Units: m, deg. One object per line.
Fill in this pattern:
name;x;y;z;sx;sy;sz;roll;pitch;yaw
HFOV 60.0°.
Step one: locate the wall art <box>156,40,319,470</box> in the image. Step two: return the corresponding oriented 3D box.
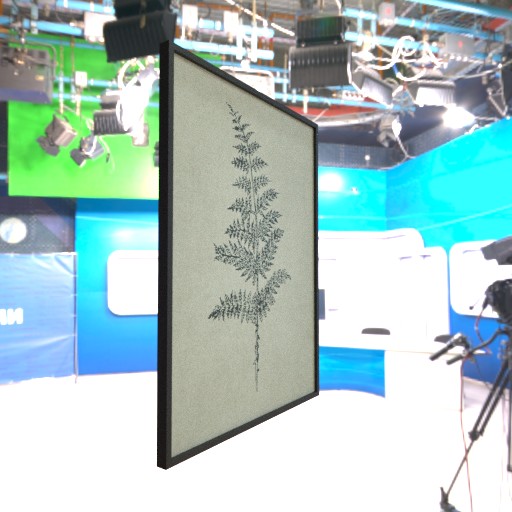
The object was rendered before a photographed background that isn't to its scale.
wall art;0.000;0.000;1.436;0.036;1.070;0.802;-1;-2;36
